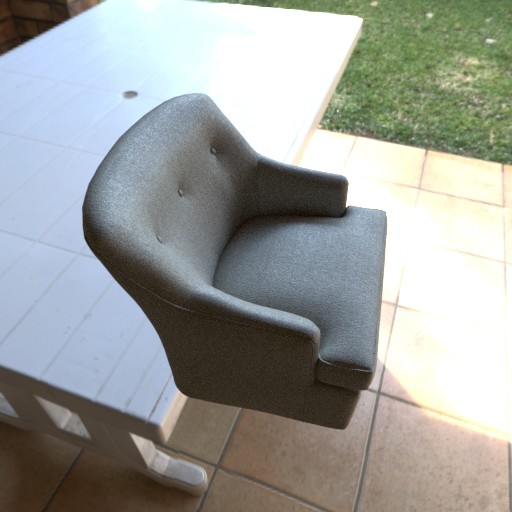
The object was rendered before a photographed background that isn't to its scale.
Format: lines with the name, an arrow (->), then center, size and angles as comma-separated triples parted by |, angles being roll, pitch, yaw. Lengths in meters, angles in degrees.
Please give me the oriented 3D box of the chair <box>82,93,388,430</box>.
chair -> 0.000, 0.000, 1.611 | 0.923, 0.856, 0.864 | 10, 46, 10
